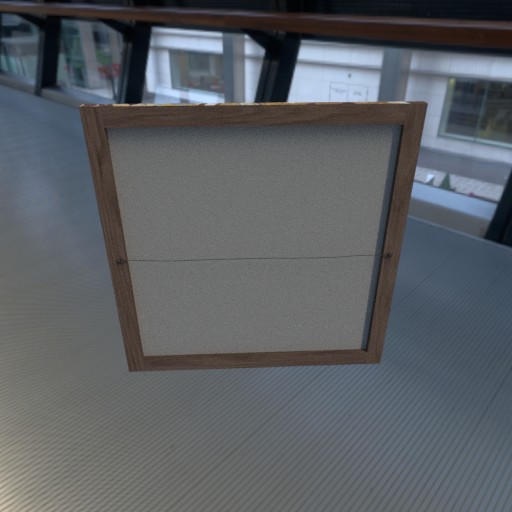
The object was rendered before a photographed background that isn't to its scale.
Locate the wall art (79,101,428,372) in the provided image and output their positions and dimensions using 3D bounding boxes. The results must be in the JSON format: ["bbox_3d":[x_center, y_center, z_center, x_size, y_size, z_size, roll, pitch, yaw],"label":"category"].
[{"bbox_3d":[0.000,0.000,1.154,0.757,0.762,0.028,-1,29,-2],"label":"wall art"}]
